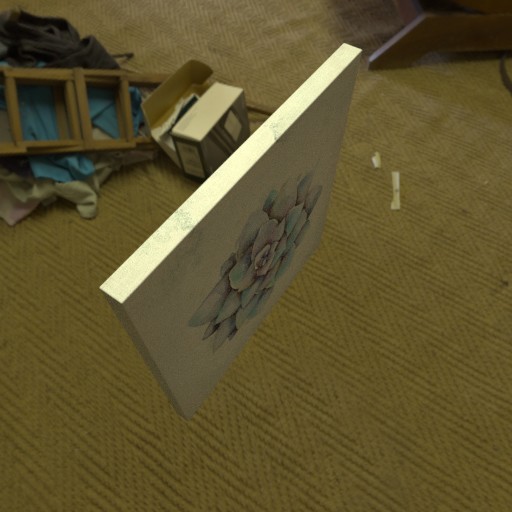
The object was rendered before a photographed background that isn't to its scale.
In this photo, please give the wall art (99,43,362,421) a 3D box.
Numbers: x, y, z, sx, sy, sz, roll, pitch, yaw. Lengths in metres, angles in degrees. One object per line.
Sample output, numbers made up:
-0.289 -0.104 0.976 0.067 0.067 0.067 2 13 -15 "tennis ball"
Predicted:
0.000 0.000 0.916 0.040 0.612 0.612 30 62 18 "wall art"
